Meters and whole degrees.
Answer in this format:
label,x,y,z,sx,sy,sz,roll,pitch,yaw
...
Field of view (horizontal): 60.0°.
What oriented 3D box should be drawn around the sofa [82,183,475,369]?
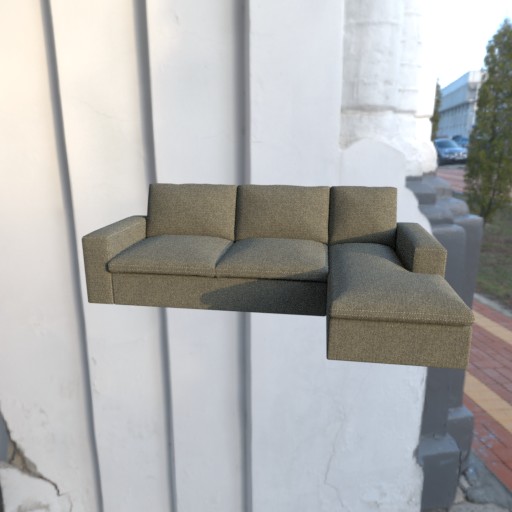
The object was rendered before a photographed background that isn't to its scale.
label,x,y,z,sx,sy,sz,roll,pitch,yaw
sofa,0.000,0.000,3.414,2.718,0.940,1.689,2,15,8
